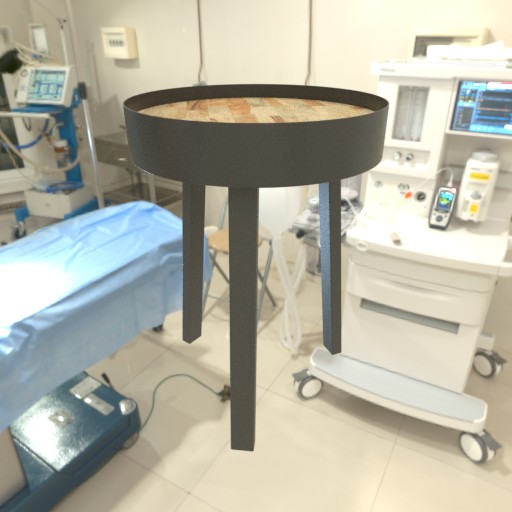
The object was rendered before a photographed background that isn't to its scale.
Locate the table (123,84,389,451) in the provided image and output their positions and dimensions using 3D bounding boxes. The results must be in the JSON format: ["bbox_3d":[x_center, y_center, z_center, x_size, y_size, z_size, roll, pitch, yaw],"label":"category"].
[{"bbox_3d":[0.000,0.000,0.827,0.406,0.559,0.406,0,27,0],"label":"table"}]
